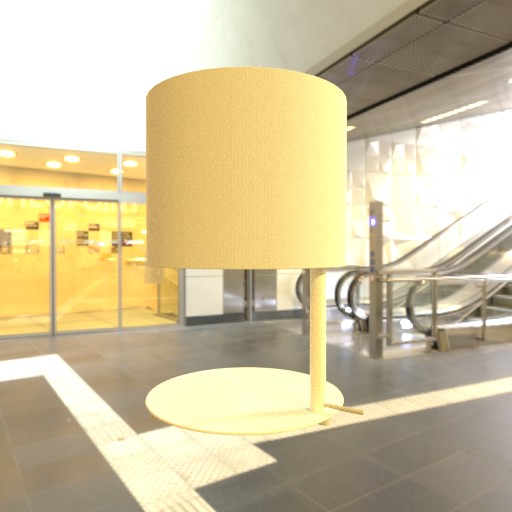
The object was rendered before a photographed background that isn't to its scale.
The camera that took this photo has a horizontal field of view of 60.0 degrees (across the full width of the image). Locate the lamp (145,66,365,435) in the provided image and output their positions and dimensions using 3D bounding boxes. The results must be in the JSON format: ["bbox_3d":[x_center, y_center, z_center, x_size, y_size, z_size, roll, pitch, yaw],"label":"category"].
[{"bbox_3d":[0.000,0.000,0.668,0.341,0.454,0.299,1,1,36],"label":"lamp"}]
